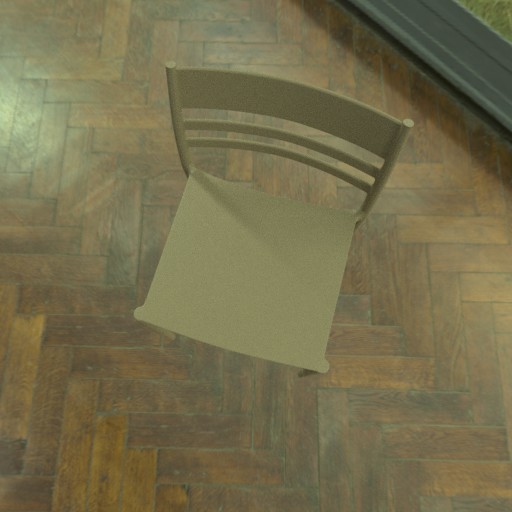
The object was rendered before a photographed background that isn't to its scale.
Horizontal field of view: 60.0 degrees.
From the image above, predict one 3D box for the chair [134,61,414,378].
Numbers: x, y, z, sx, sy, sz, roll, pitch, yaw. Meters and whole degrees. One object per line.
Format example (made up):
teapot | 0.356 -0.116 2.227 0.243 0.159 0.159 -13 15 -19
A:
chair | 0.000 0.000 1.143 0.531 0.800 0.511 15 76 4
